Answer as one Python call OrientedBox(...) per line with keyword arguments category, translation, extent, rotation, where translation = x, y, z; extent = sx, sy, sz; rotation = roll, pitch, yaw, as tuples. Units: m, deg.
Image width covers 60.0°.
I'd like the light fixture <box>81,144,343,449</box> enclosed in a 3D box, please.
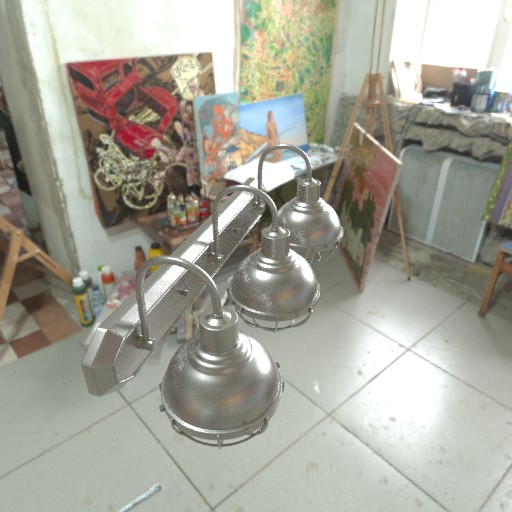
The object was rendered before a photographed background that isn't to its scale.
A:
OrientedBox(category="light fixture", translation=(0.000, 0.000, 0.762), extent=(0.229, 0.254, 0.634), rotation=(10, 32, 16))
